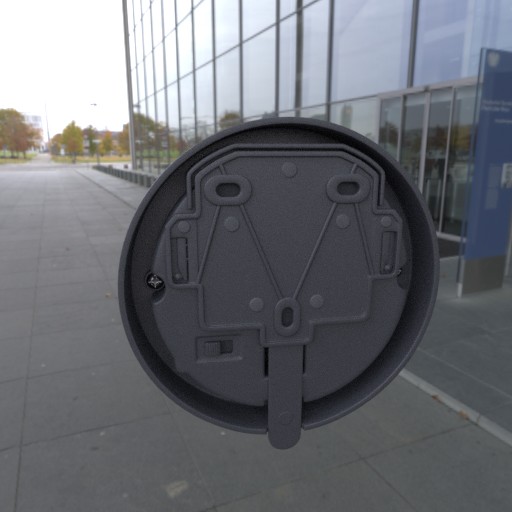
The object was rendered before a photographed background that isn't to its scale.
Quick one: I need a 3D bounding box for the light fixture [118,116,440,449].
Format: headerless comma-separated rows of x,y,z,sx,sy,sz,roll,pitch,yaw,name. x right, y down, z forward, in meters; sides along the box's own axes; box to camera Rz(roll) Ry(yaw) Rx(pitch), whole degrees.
0.000,0.000,0.258,0.134,0.143,0.160,-2,13,-9,light fixture
